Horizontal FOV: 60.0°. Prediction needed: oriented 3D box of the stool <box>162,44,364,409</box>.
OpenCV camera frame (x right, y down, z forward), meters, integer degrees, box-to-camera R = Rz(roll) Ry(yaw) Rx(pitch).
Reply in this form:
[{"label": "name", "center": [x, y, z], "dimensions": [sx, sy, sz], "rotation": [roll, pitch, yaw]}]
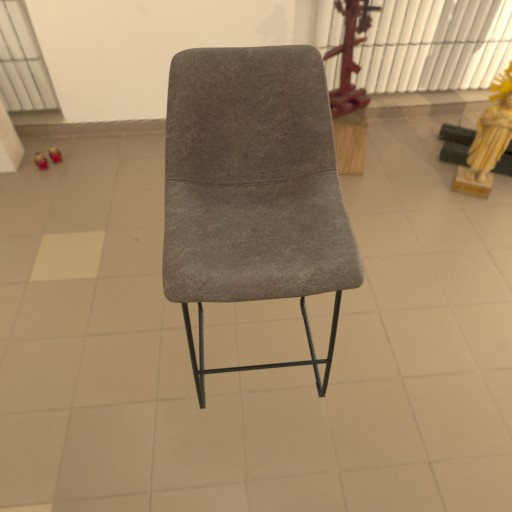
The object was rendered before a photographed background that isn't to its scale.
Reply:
[{"label": "stool", "center": [0.000, 0.000, 1.396], "dimensions": [0.514, 1.082, 0.561], "rotation": [-4, 48, -4]}]
